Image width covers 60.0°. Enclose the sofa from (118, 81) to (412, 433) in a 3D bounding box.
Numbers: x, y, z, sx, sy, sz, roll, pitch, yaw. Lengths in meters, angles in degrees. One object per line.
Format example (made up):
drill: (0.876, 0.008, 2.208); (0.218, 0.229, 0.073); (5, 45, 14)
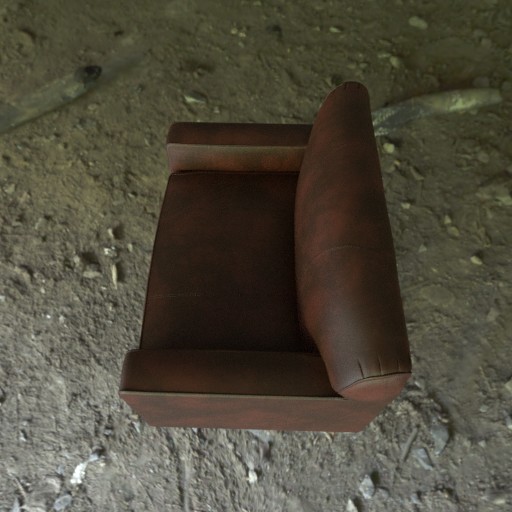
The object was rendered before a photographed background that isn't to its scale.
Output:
sofa: (0.000, 0.000, 2.020); (1.000, 0.956, 1.413); (1, 58, 1)
